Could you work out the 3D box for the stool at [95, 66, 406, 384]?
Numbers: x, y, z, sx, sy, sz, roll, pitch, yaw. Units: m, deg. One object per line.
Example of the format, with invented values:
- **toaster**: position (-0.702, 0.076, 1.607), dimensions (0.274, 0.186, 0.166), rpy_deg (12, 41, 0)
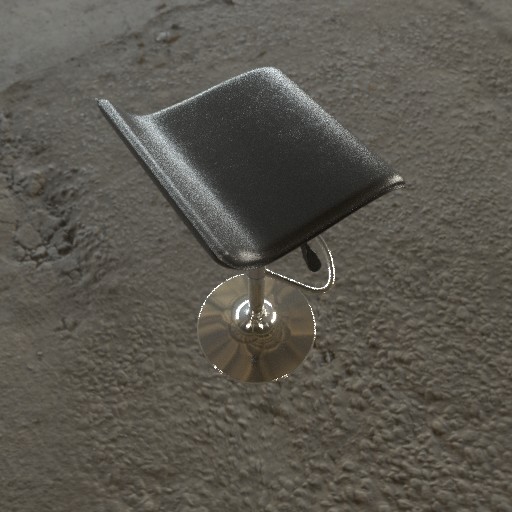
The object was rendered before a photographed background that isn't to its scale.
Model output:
- **stool**: position (0.000, 0.000, 1.051), dimensions (0.381, 0.851, 0.381), rpy_deg (-31, 64, -17)
